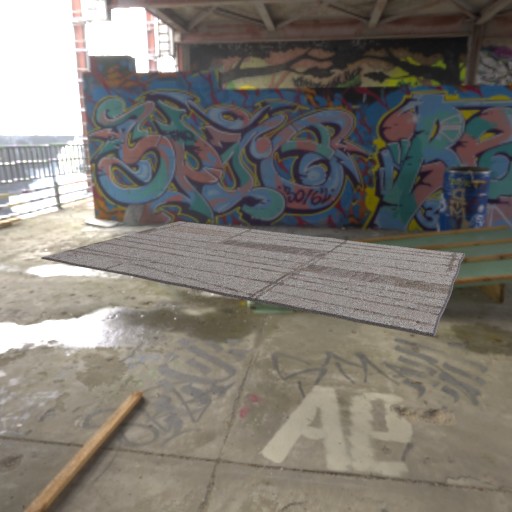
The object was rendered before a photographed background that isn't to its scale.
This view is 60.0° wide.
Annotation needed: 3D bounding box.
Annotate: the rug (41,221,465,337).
[{"bbox_3d":[0.000,0.000,1.049,0.867,0.007,0.515,8,17,28],"label":"rug"}]
